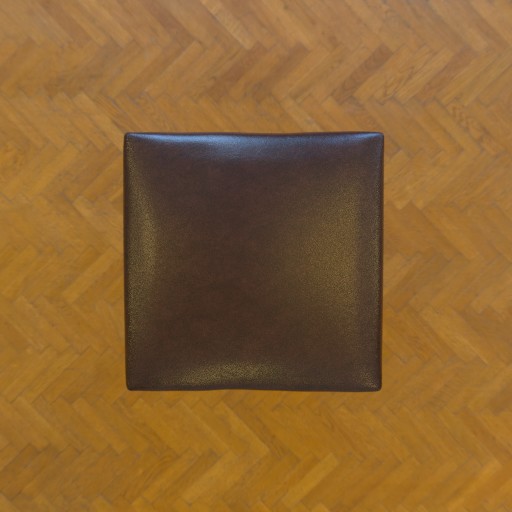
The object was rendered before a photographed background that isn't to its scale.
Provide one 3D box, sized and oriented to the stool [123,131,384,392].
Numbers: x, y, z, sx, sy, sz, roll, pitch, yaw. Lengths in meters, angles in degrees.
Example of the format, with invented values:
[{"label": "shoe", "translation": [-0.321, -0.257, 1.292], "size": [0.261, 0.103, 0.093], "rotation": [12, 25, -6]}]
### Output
[{"label": "stool", "translation": [0.000, 0.000, 0.944], "size": [0.382, 0.702, 0.383], "rotation": [0, 92, 1]}]
